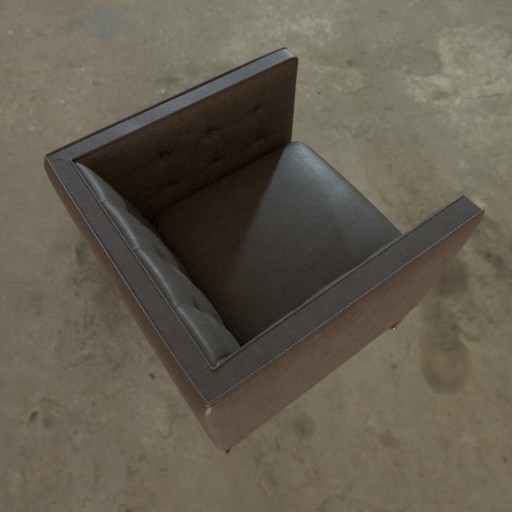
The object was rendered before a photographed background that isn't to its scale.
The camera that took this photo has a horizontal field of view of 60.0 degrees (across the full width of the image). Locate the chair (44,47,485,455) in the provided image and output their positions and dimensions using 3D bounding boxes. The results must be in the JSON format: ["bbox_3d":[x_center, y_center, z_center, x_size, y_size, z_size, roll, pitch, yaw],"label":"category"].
[{"bbox_3d":[0.000,0.000,1.514,0.894,0.790,0.880,-32,64,-17],"label":"chair"}]
